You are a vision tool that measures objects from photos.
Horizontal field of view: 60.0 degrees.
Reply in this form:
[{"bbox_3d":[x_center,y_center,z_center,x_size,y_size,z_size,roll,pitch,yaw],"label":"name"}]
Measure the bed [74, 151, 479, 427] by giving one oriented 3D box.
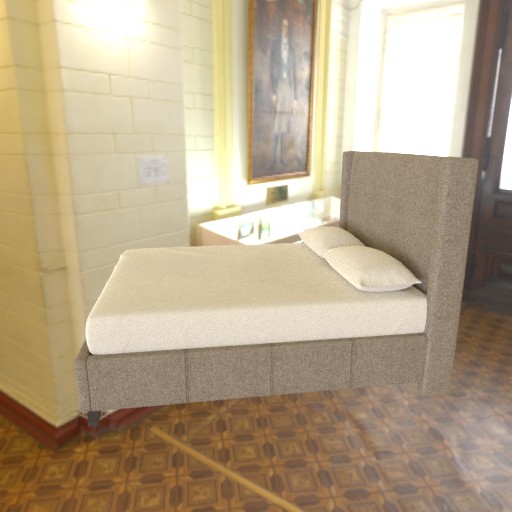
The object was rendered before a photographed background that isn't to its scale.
[{"bbox_3d":[0.000,0.000,3.279,2.245,1.481,1.714,-2,15,-8],"label":"bed"}]
